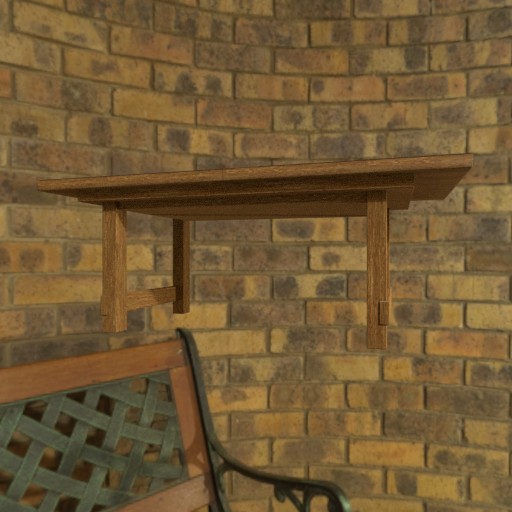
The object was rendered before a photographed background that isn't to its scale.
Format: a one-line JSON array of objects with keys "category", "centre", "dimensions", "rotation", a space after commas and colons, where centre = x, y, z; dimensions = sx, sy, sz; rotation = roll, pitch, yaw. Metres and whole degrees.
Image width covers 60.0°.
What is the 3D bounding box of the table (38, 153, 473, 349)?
[{"category": "table", "centre": [0.000, 0.000, 2.398], "dimensions": [1.982, 0.762, 1.000], "rotation": [0, 0, 18]}]
